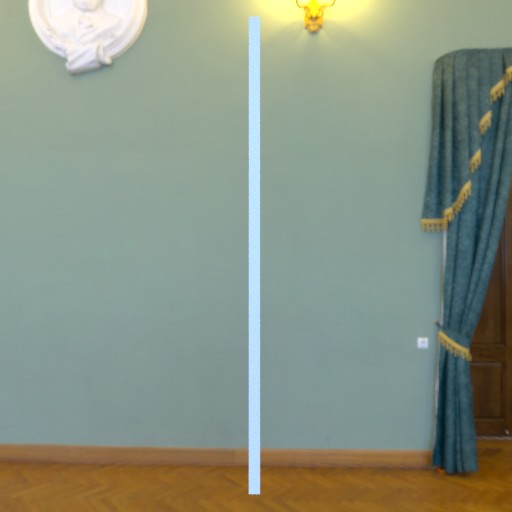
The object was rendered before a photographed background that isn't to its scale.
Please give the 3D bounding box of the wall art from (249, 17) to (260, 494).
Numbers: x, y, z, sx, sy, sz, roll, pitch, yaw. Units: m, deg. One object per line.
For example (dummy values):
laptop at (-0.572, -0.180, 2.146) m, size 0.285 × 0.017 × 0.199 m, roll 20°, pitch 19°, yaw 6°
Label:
wall art at (0.000, 0.000, 0.685) m, size 0.013 × 0.533 × 0.381 m, roll 0°, pitch -1°, yaw 1°
